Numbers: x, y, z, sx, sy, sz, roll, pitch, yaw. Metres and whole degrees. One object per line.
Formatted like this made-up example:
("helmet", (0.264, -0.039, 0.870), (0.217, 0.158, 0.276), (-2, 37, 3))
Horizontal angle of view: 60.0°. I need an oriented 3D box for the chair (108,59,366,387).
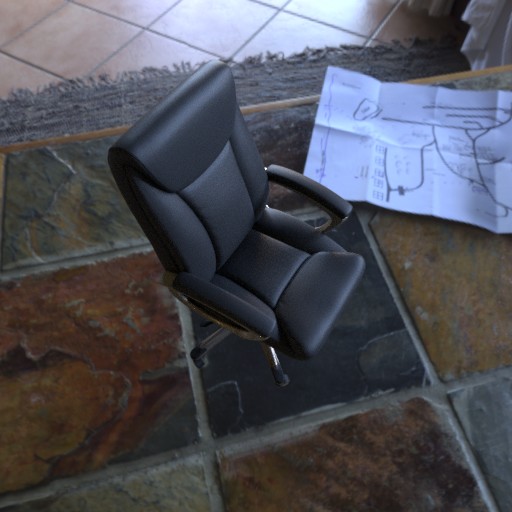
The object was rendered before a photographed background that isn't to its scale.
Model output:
("chair", (0.000, 0.000, 1.675), (0.748, 1.188, 0.694), (28, 61, 17))
